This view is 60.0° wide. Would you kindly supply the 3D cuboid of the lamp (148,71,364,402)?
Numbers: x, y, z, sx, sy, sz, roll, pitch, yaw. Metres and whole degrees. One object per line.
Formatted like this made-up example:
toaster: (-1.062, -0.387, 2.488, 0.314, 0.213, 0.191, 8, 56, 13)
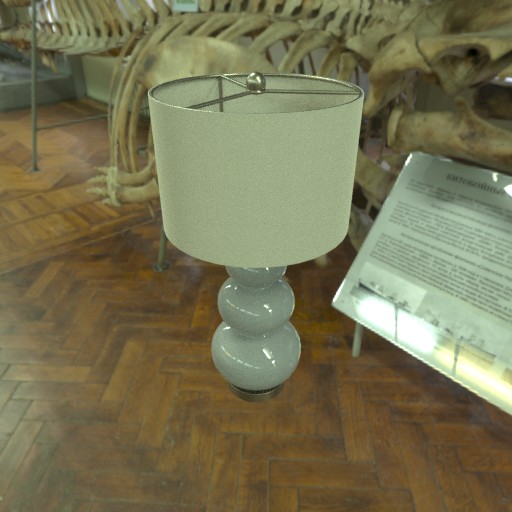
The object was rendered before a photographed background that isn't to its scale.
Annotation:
lamp: (0.000, 0.000, 0.941, 0.367, 0.730, 0.367, 9, 32, 15)
